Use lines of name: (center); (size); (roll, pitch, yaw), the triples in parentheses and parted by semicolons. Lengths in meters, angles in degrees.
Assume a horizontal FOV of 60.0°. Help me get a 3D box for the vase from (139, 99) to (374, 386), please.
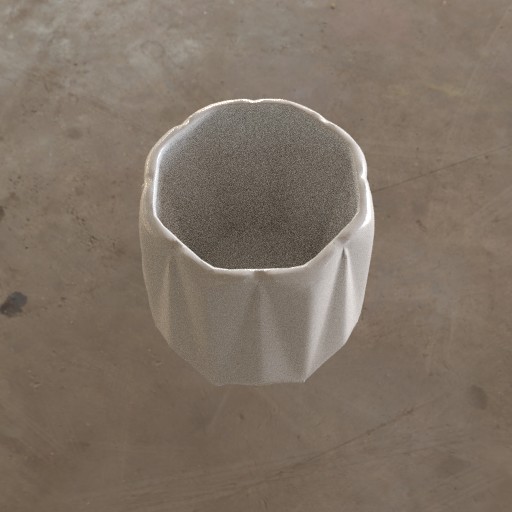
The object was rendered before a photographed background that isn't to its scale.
vase: (0.000, 0.000, 0.263); (0.141, 0.152, 0.141); (0, 63, 0)
